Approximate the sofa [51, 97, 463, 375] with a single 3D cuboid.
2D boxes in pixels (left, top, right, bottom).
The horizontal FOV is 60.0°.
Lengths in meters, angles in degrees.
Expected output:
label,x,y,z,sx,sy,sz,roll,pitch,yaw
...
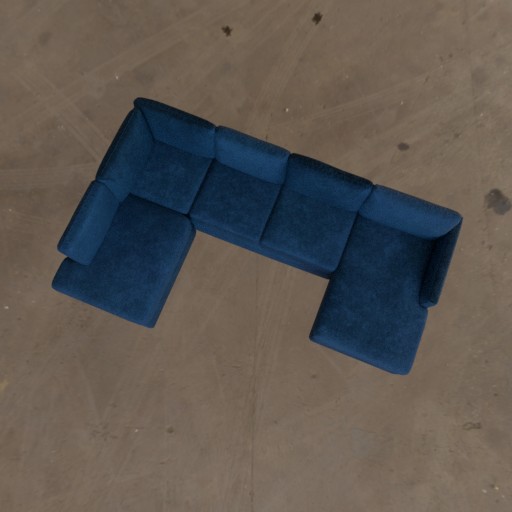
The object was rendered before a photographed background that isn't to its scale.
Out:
label,x,y,z,sx,sy,sz,roll,pitch,yaw
sofa,0.000,0.000,4.306,3.434,0.992,2.055,21,77,5
